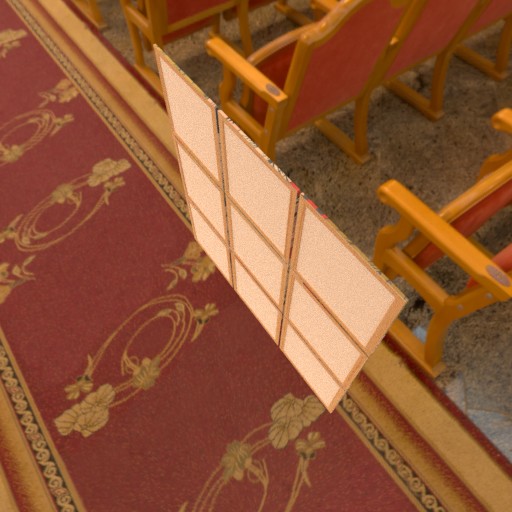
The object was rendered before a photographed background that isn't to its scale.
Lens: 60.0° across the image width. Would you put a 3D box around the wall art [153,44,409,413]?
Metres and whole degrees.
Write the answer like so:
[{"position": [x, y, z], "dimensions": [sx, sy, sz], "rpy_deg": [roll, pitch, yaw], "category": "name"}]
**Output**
[{"position": [0.000, 0.000, 2.271], "dimensions": [0.013, 1.534, 1.519], "rpy_deg": [-32, 64, -18], "category": "wall art"}]
